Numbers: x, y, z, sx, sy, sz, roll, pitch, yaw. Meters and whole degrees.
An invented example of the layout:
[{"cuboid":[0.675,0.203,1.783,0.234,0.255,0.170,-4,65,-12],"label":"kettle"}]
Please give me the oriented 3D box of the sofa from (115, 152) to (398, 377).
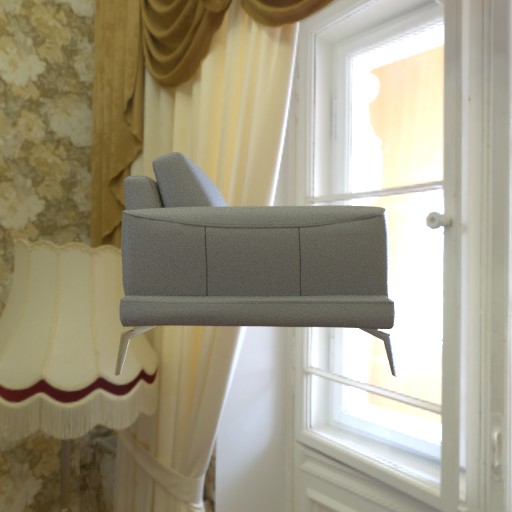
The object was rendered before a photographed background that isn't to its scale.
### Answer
[{"cuboid":[0.000,0.000,2.770,1.121,0.930,2.177,0,0,0],"label":"sofa"}]
